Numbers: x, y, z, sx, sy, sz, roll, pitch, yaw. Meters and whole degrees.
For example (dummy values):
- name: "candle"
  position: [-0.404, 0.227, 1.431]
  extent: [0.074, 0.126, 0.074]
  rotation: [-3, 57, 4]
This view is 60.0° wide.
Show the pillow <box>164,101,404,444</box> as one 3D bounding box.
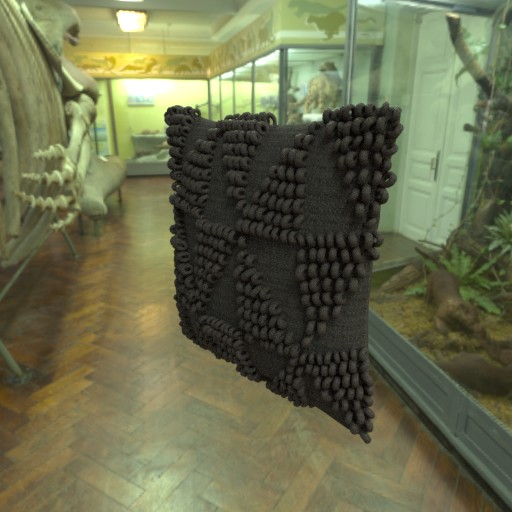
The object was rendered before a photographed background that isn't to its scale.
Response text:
- name: "pillow"
  position: [0.000, 0.000, 0.717]
  extent: [0.172, 0.467, 0.470]
  rotation: [-17, 24, -41]
